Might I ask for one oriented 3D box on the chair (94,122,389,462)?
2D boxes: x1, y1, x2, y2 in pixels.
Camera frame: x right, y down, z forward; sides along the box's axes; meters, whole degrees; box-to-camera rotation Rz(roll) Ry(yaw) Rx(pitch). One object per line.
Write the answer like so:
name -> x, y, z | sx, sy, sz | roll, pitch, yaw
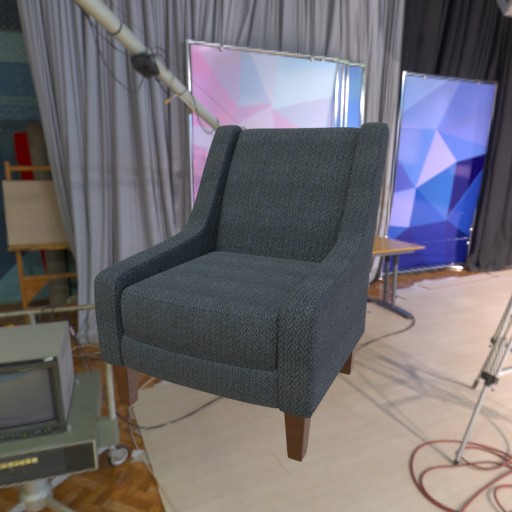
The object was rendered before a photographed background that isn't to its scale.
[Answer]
chair -> 0.000, 0.000, 1.716 | 0.793, 1.012, 0.944 | 7, 16, 25
